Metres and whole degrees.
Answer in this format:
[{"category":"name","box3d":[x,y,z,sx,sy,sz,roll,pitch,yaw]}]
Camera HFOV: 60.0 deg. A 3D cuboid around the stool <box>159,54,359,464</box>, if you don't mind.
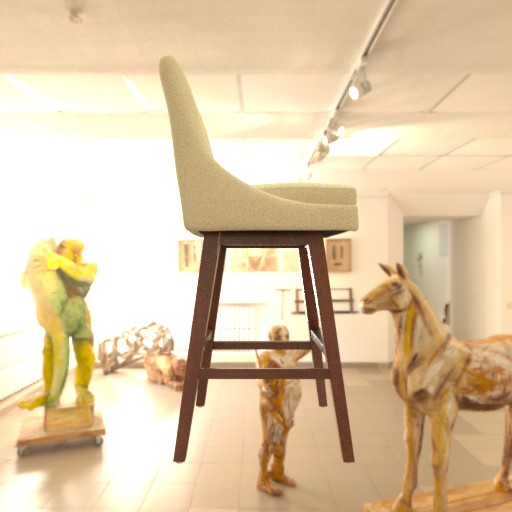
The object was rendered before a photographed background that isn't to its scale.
[{"category":"stool","box3d":[0.000,0.000,1.401,0.559,1.097,0.470,0,0,0]}]
